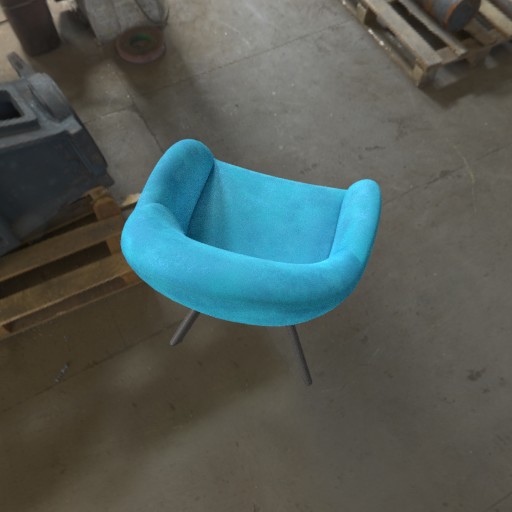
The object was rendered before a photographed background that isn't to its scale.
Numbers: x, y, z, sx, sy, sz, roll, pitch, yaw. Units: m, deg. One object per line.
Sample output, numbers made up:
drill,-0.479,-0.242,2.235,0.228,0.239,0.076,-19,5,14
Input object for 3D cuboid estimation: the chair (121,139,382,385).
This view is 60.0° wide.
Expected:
chair,0.000,0.000,1.197,0.550,0.795,0.590,14,63,7
